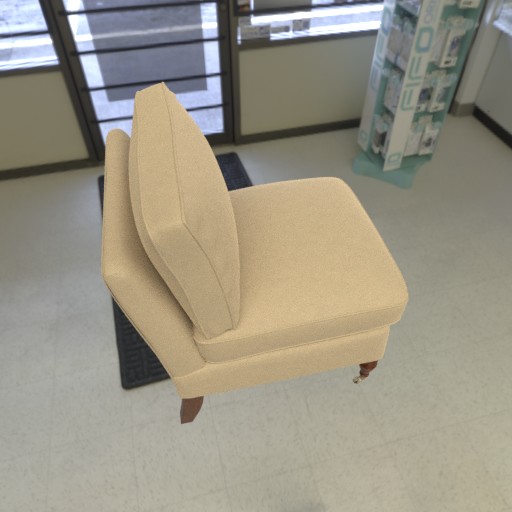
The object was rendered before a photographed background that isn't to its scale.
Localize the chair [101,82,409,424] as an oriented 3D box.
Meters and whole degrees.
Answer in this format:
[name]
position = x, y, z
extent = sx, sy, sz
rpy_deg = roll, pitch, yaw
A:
[chair]
position = 0.000, 0.000, 1.623
extent = 0.912, 1.052, 0.724
rpy_deg = -9, 47, -8
